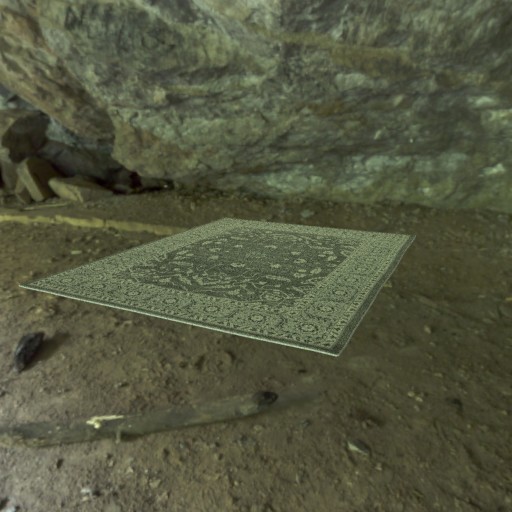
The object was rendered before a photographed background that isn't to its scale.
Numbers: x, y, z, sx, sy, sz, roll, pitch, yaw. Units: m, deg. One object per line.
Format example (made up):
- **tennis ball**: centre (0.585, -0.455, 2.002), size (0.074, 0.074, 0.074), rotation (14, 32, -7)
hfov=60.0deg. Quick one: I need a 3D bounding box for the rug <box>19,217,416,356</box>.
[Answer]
- **rug**: centre (0.000, 0.000, 4.099), size (2.451, 0.026, 3.069), rotation (7, 17, 25)
